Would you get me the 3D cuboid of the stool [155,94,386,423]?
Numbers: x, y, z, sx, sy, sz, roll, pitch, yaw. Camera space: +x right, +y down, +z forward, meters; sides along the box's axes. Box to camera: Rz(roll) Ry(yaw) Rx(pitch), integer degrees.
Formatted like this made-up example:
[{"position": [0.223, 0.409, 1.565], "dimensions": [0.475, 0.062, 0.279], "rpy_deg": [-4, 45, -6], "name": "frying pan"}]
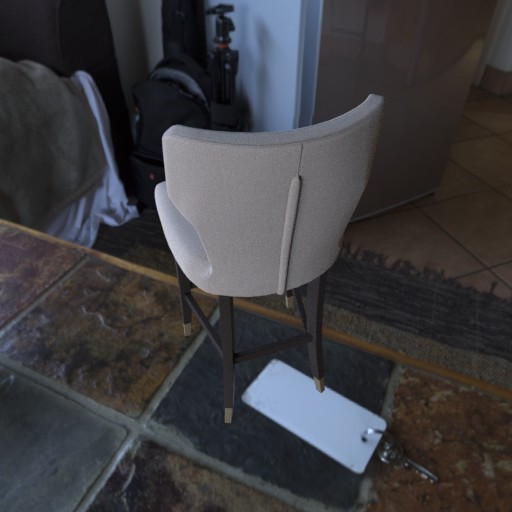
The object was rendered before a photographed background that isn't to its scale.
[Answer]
[{"position": [0.000, 0.000, 1.407], "dimensions": [0.526, 1.092, 0.563], "rpy_deg": [-13, 44, -14], "name": "stool"}]
